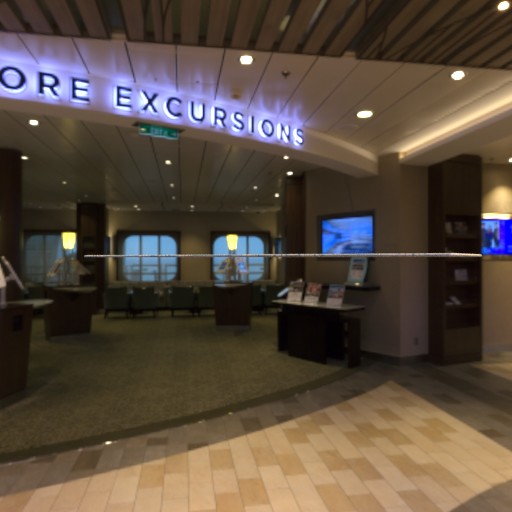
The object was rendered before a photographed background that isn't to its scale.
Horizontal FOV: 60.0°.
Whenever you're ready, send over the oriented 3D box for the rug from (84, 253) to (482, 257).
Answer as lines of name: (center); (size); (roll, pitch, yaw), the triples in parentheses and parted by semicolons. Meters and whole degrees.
rug: (0.000, 0.000, 2.786); (2.452, 0.012, 0.775); (0, 0, 35)
